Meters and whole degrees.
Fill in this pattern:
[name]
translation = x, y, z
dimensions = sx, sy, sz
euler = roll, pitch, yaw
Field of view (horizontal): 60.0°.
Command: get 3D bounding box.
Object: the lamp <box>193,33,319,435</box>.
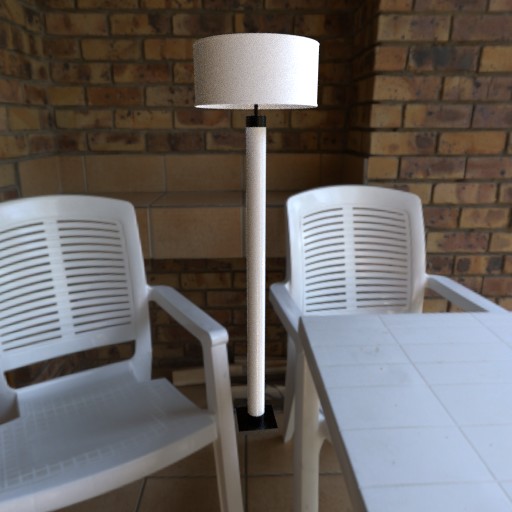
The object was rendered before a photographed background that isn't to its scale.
[lamp]
translation = 0.000, 0.000, 1.680
dimensions = 0.420, 1.475, 0.420
euler = -2, 16, -7
